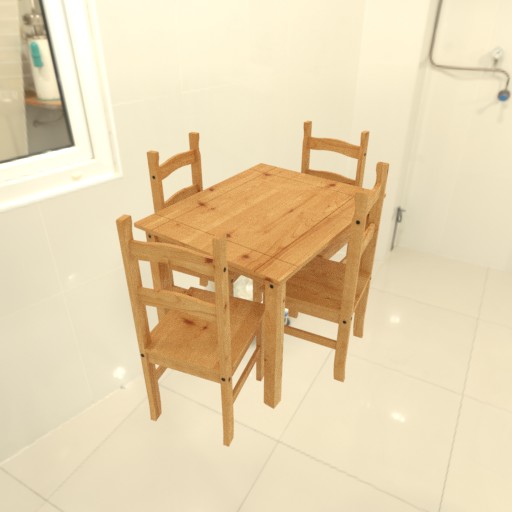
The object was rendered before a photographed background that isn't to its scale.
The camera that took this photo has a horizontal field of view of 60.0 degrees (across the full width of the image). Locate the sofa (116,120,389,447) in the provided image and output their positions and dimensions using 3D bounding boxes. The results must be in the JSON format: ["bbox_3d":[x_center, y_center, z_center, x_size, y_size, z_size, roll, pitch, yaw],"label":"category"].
[{"bbox_3d":[0.000,0.000,2.253,1.144,1.000,1.529,21,37,30],"label":"sofa"}]
